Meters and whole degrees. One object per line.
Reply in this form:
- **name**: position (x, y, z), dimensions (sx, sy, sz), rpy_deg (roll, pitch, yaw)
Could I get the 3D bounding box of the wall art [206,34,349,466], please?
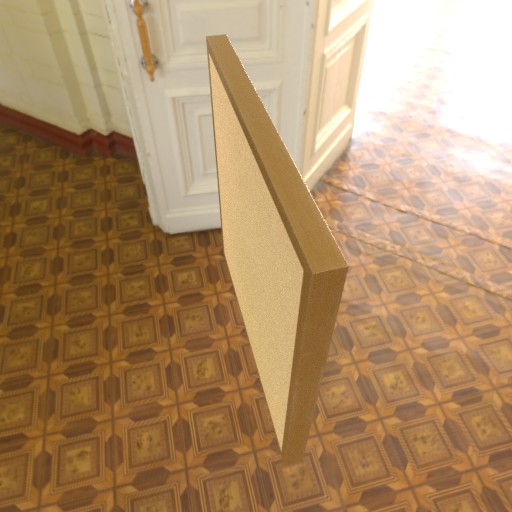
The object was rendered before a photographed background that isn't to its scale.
- **wall art**: position (0.000, 0.000, 0.733), dimensions (0.033, 0.509, 0.510), rpy_deg (-11, 49, -10)
